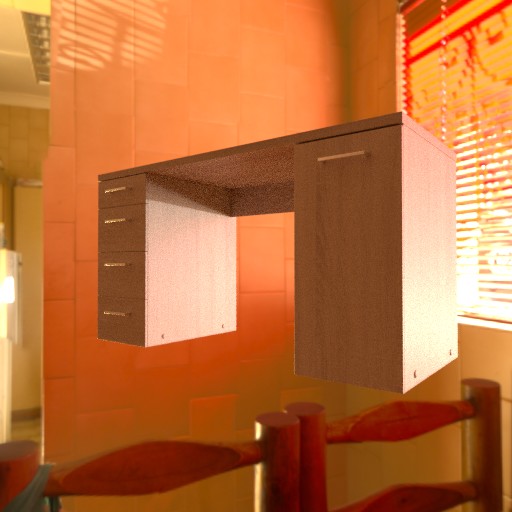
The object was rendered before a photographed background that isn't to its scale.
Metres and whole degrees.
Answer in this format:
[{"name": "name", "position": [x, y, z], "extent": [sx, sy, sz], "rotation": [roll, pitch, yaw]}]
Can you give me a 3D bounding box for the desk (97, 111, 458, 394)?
[{"name": "desk", "position": [0.000, 0.000, 1.794], "extent": [1.390, 0.740, 0.600], "rotation": [-1, -1, 38]}]
